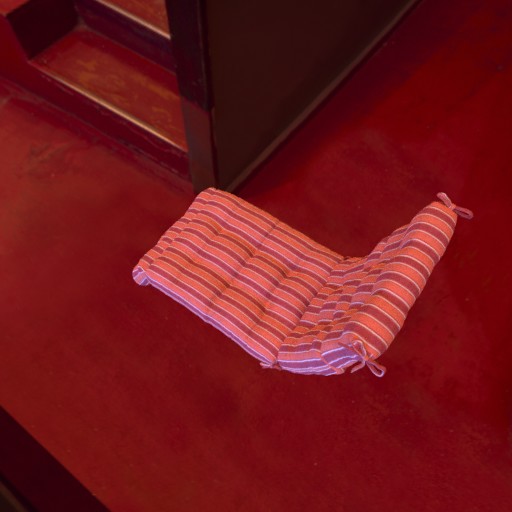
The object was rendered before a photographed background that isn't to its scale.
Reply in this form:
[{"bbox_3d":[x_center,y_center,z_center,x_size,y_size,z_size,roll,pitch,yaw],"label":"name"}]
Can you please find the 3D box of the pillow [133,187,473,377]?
[{"bbox_3d":[0.000,0.000,1.534,1.016,0.863,0.526,32,68,15],"label":"pillow"}]
